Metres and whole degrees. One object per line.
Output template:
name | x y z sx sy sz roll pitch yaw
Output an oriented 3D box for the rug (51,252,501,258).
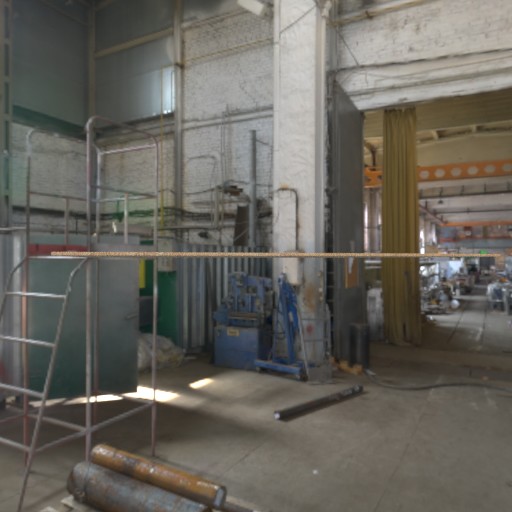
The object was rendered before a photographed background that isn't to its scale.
rug | 0.000 0.000 3.982 3.039 0.019 2.420 0 0 -17
